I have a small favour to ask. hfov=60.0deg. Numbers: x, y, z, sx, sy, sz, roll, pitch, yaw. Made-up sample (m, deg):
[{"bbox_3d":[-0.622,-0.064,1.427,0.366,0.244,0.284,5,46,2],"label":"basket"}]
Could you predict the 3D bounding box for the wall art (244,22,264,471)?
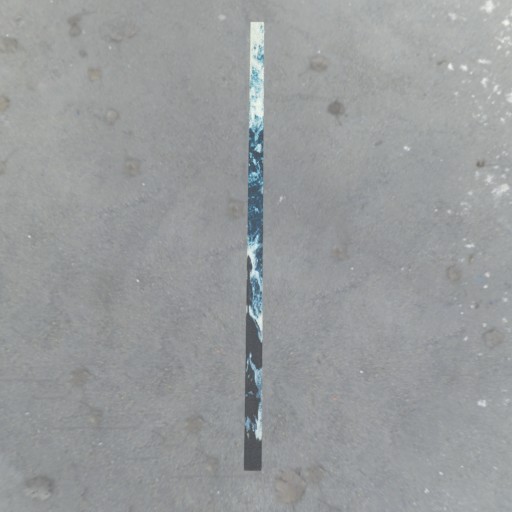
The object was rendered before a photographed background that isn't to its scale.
[{"bbox_3d":[0.000,0.000,1.933,0.055,1.017,1.524,1,75,0],"label":"wall art"}]
